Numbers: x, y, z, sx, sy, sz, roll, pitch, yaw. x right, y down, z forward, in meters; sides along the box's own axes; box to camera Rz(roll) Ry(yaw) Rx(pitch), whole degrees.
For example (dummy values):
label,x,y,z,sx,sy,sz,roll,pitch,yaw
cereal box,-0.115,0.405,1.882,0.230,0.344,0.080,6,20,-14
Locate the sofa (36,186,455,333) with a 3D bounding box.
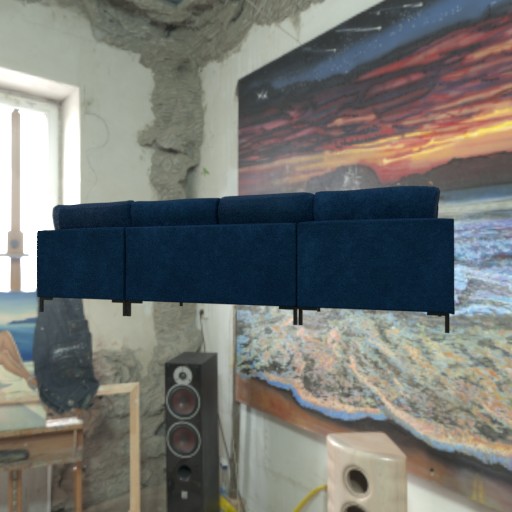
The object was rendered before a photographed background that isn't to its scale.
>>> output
label,x,y,z,sx,sy,sz,roll,pitch,yaw
sofa,0.000,0.000,4.318,3.434,0.992,2.055,0,0,20
